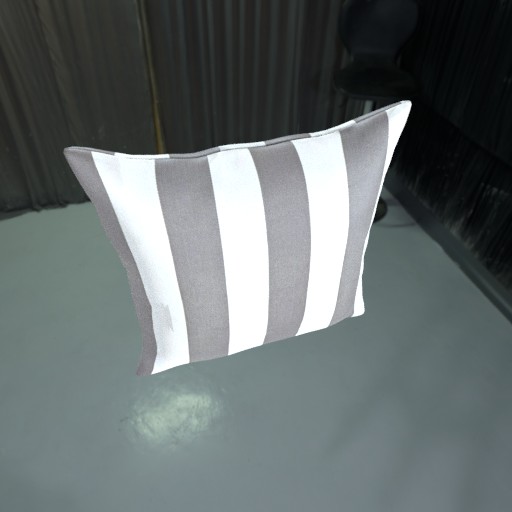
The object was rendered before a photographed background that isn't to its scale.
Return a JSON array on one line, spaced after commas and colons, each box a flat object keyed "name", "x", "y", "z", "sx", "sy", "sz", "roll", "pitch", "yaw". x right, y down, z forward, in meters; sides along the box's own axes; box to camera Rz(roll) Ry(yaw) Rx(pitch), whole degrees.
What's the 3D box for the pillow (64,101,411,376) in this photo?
[{"name": "pillow", "x": 0.000, "y": 0.000, "z": 0.798, "sx": 0.522, "sy": 0.507, "sz": 0.192, "roll": -12, "pitch": 43, "yaw": -14}]
